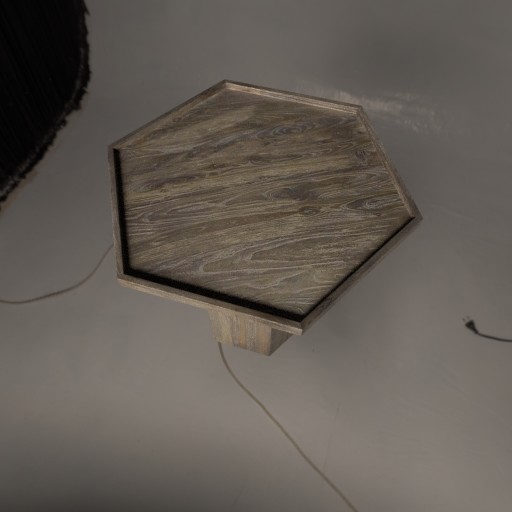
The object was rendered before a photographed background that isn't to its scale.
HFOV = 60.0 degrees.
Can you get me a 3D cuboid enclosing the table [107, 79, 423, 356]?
[{"bbox_3d":[0.000,0.000,1.166,0.683,0.586,0.592,14,59,9],"label":"table"}]
